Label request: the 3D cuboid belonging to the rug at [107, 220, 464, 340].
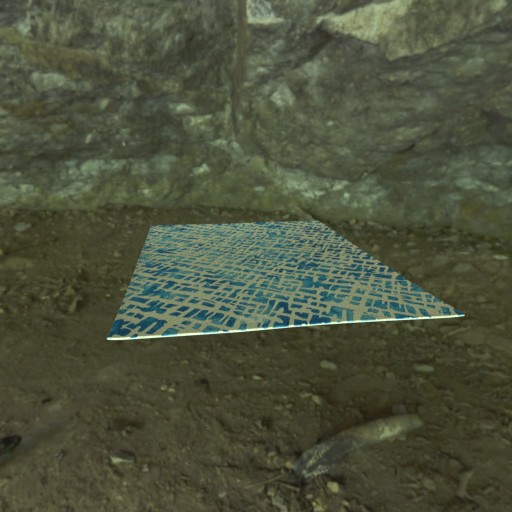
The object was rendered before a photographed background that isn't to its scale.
[{"bbox_3d":[0.000,0.000,2.327,1.209,0.011,1.830,-2,15,-8],"label":"rug"}]
